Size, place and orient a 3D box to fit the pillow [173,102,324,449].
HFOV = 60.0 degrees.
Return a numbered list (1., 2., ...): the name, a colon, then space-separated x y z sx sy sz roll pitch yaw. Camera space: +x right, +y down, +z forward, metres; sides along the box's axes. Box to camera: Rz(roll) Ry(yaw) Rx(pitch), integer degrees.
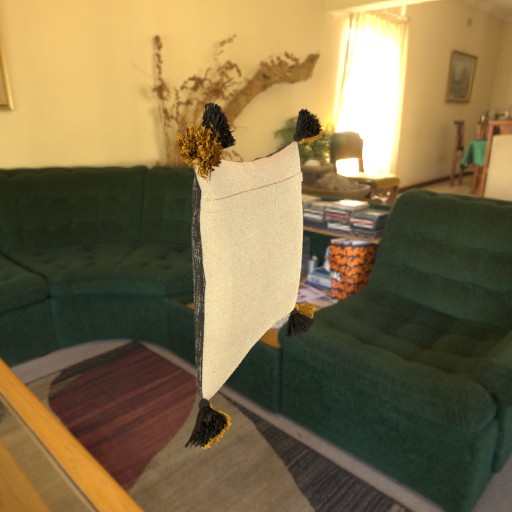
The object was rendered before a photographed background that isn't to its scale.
1. pillow: 0.000 0.000 1.013 0.139 0.659 0.654 9 20 25
